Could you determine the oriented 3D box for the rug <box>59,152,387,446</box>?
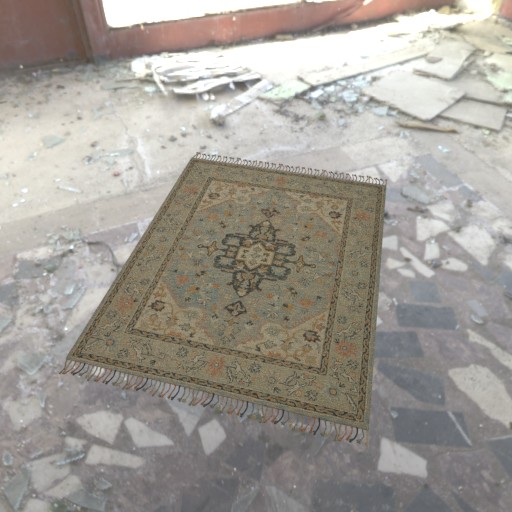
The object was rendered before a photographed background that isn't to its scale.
[{"bbox_3d":[0.000,0.000,3.564,1.971,0.010,2.651,10,46,10],"label":"rug"}]
